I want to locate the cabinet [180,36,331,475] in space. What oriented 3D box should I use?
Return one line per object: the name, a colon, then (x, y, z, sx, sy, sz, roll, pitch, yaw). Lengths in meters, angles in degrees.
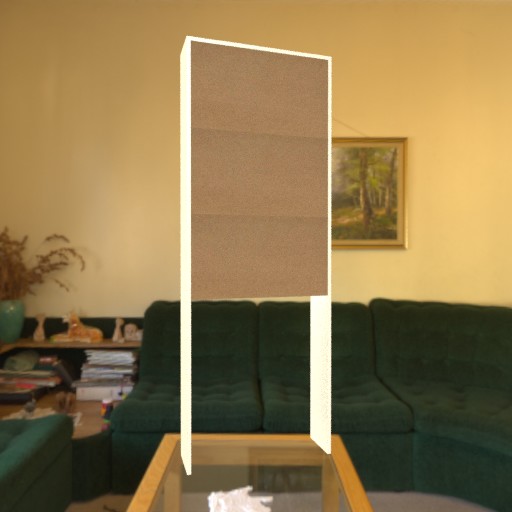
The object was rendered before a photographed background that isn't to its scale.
cabinet: (0.000, 0.000, 1.973, 0.643, 1.770, 0.192, 0, 1, -17)
